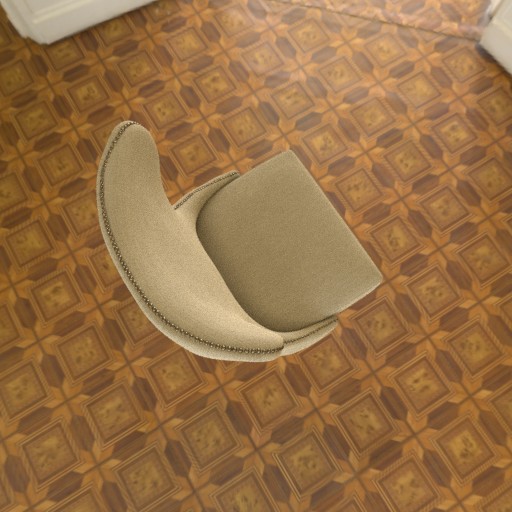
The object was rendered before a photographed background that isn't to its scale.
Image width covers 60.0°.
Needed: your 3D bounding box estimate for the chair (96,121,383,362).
[{"bbox_3d":[0.000,0.000,1.362,0.635,0.967,0.628,-31,77,-8],"label":"chair"}]
